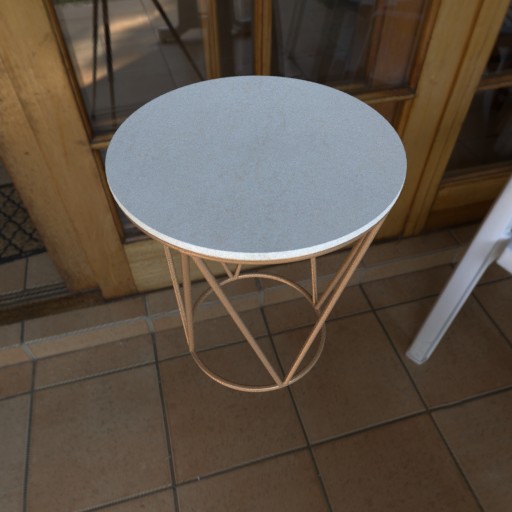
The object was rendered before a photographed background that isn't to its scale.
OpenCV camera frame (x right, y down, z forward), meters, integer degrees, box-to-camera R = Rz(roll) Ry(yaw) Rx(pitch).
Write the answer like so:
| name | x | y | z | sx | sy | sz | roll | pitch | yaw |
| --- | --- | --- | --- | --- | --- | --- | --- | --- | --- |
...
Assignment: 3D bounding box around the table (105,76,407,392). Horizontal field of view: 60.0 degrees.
| name | x | y | z | sx | sy | sz | roll | pitch | yaw |
| --- | --- | --- | --- | --- | --- | --- | --- | --- | --- |
| table | 0.000 | 0.000 | 0.962 | 0.500 | 0.564 | 0.500 | 0 | 48 | 0 |
